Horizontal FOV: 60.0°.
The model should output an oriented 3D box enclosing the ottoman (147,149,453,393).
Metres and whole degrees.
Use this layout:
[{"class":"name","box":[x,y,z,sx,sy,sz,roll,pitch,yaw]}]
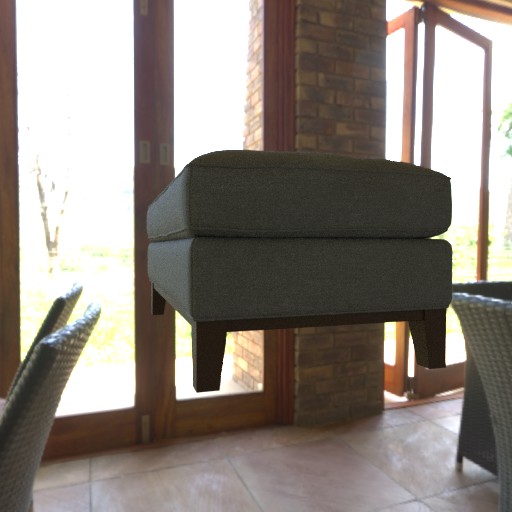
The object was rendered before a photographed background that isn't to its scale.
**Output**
[{"class":"ottoman","box":[0.000,0.000,1.478,0.648,0.514,1.143,0,1,-18]}]
